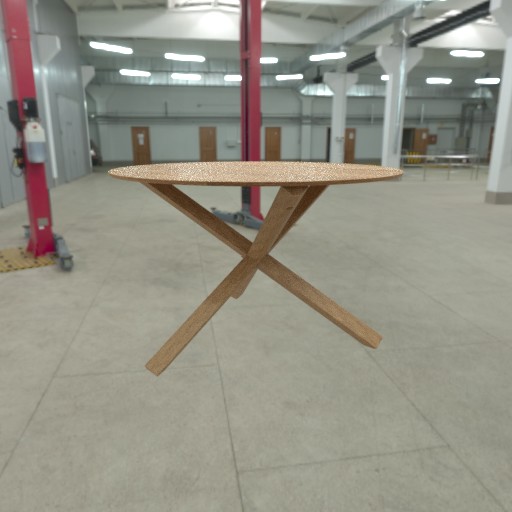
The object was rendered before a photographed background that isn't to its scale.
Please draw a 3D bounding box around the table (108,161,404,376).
[{"bbox_3d":[0.000,0.000,1.716,1.038,0.666,1.038,0,15,0],"label":"table"}]
